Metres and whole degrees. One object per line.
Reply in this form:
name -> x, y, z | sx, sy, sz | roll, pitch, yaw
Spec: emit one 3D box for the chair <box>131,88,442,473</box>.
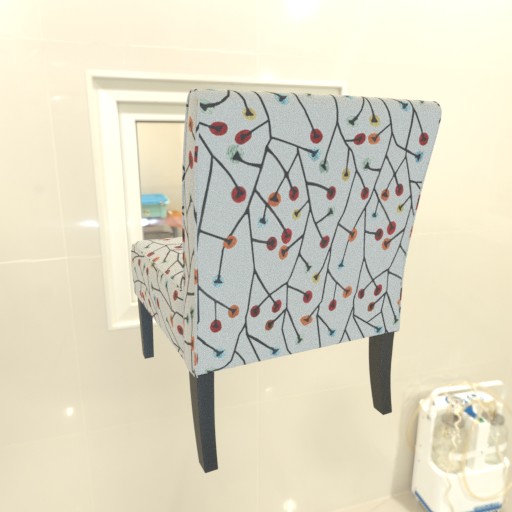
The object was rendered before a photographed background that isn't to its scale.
chair -> 0.000, 0.000, 1.273 | 0.597, 0.813, 0.732 | -7, 16, -25
